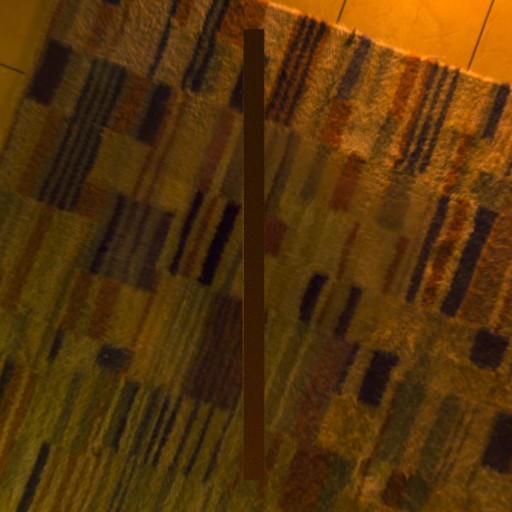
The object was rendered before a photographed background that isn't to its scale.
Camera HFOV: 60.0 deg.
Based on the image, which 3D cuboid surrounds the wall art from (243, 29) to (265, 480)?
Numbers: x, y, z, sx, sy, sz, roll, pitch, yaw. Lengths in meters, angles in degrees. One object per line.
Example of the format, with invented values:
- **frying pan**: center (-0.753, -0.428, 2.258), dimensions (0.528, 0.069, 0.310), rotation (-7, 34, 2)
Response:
- **wall art**: center (0.000, 0.000, 1.135), dimensions (0.036, 0.765, 0.767), rotation (0, 89, 1)
